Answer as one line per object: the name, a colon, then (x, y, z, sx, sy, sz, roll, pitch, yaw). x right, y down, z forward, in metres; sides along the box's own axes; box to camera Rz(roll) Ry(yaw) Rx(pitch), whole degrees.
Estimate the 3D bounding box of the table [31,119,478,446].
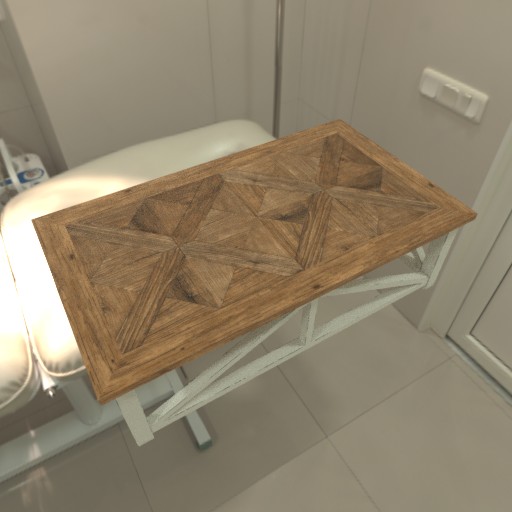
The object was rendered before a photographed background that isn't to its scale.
table: (0.000, 0.000, 1.745, 1.400, 0.410, 0.800, -23, 50, -21)
